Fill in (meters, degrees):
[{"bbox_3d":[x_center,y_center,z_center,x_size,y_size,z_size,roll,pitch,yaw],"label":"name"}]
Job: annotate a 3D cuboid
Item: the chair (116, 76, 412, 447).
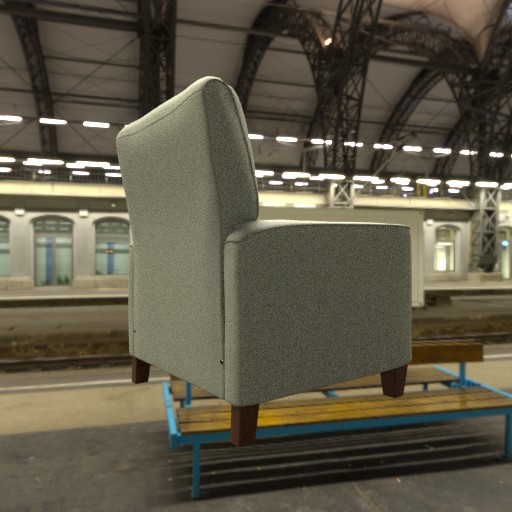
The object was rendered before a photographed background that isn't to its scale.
[{"bbox_3d":[0.000,0.000,1.666,0.846,1.007,0.853,0,0,-37],"label":"chair"}]
